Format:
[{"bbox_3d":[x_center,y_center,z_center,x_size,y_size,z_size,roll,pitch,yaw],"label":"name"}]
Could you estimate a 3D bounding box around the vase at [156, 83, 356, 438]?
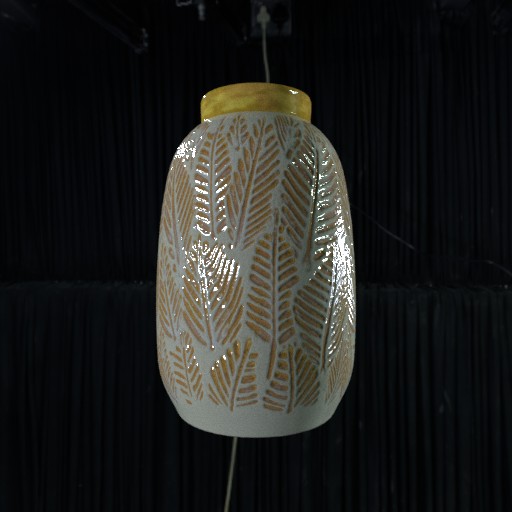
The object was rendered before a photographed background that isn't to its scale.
[{"bbox_3d":[0.000,0.000,0.391,0.172,0.270,0.172,0,0,0],"label":"vase"}]
